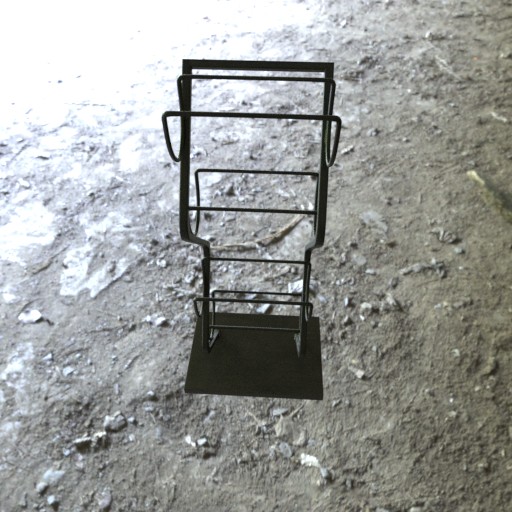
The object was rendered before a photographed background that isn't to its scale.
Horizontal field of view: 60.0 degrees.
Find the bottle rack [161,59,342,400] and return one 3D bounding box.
[{"bbox_3d":[0.000,0.000,0.676,0.254,0.559,0.178,2,46,2],"label":"bottle rack"}]
